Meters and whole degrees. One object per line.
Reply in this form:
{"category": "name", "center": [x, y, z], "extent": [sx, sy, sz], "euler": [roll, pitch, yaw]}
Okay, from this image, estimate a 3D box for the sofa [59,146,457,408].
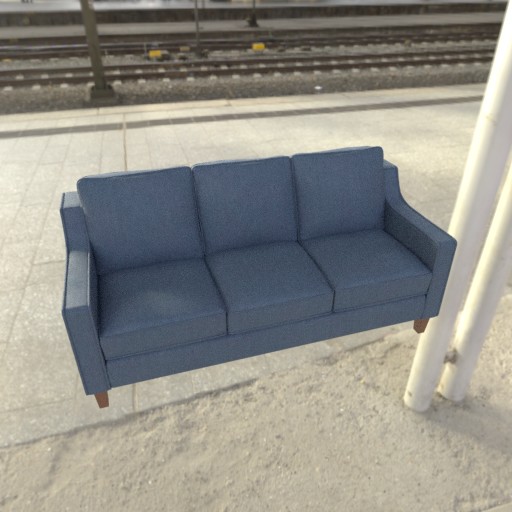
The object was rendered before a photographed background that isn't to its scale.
{"category": "sofa", "center": [0.000, 0.000, 2.541], "extent": [1.986, 0.974, 0.911], "euler": [-9, 33, -15]}
